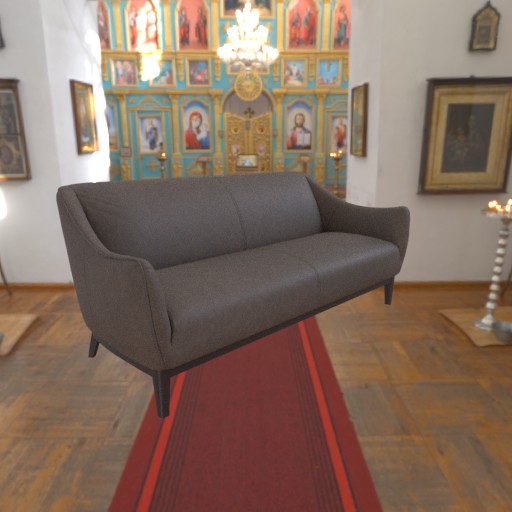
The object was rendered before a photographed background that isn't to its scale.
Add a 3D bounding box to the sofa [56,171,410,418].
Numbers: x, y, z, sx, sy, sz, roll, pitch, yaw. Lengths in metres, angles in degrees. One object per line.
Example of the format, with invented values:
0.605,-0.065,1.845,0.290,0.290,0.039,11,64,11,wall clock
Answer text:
0.000,0.000,2.415,0.869,0.831,1.928,13,19,43,sofa
